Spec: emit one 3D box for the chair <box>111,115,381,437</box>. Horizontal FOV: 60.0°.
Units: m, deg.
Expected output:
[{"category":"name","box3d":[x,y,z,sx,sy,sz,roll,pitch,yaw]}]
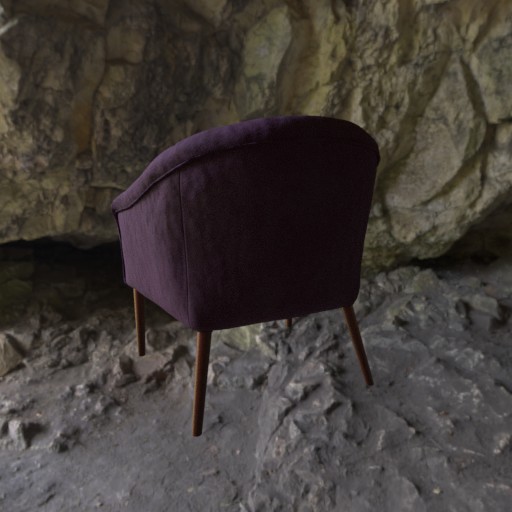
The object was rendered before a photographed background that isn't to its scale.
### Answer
[{"category":"chair","box3d":[0.000,0.000,1.545,0.851,0.885,0.776,-6,14,-26]}]
